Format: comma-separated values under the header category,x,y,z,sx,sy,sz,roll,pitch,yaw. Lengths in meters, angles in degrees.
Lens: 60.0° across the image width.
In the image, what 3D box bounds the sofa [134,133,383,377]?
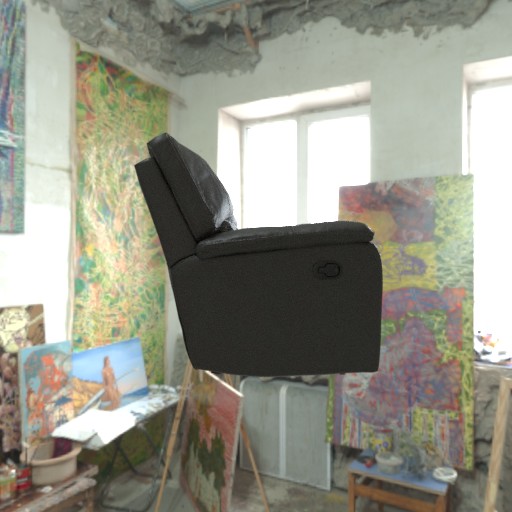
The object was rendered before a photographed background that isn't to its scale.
category,x,y,z,sx,sy,sz,roll,pitch,yaw
sofa,0.000,0.000,3.114,1.104,1.134,2.627,0,0,-1
